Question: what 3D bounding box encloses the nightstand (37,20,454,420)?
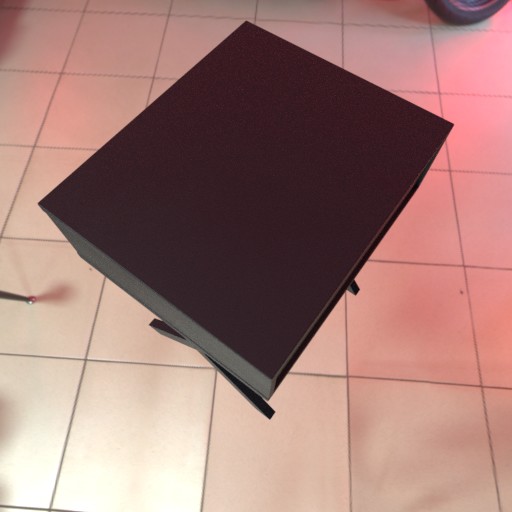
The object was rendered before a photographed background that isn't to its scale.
[{"bbox_3d":[0.000,0.000,0.925,0.402,0.623,0.479,34,68,15],"label":"nightstand"}]
